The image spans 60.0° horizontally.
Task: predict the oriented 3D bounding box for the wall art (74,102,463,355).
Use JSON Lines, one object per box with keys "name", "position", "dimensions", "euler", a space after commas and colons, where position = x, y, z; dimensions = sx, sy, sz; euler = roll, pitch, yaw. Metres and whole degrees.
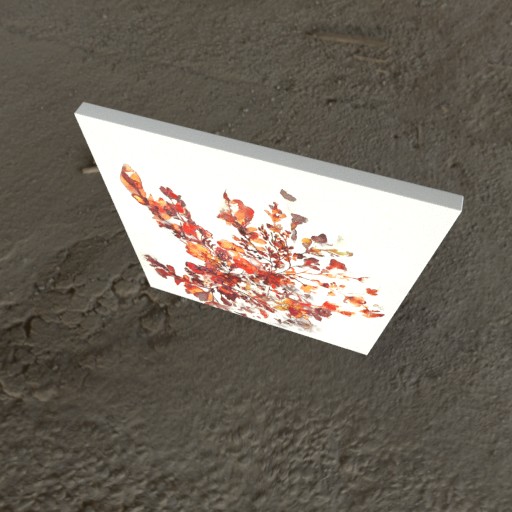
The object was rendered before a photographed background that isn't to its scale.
{"name": "wall art", "position": [0.000, 0.000, 1.154], "dimensions": [0.757, 0.757, 0.037], "euler": [16, 60, 10]}
